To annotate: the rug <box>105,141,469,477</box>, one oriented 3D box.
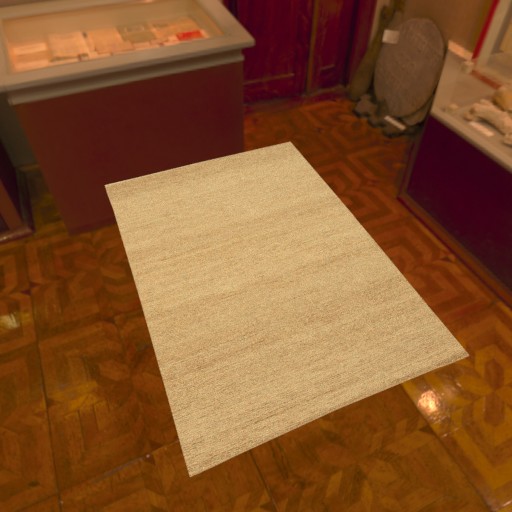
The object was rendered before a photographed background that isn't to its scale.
[{"bbox_3d":[0.000,0.000,2.923,1.596,0.030,2.283,-17,49,-15],"label":"rug"}]
